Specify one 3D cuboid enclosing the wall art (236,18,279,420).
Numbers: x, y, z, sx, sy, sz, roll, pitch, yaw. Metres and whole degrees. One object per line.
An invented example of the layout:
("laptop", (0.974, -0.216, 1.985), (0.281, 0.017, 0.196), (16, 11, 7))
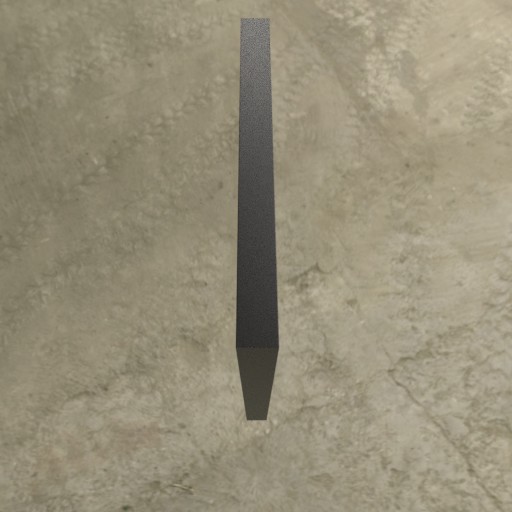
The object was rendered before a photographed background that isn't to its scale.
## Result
("wall art", (0.000, 0.000, 0.527), (0.028, 0.380, 0.325), (0, 63, 0))
